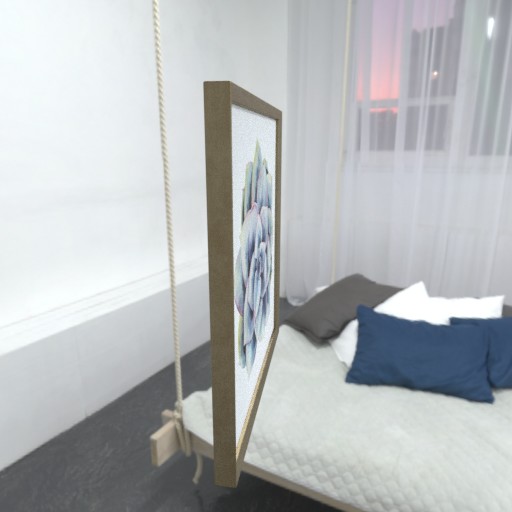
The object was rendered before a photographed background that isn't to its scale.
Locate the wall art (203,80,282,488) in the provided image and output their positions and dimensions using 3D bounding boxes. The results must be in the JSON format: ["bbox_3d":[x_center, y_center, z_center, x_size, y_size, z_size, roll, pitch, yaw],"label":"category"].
[{"bbox_3d":[0.000,0.000,0.765,0.030,0.506,0.503,2,15,9],"label":"wall art"}]
